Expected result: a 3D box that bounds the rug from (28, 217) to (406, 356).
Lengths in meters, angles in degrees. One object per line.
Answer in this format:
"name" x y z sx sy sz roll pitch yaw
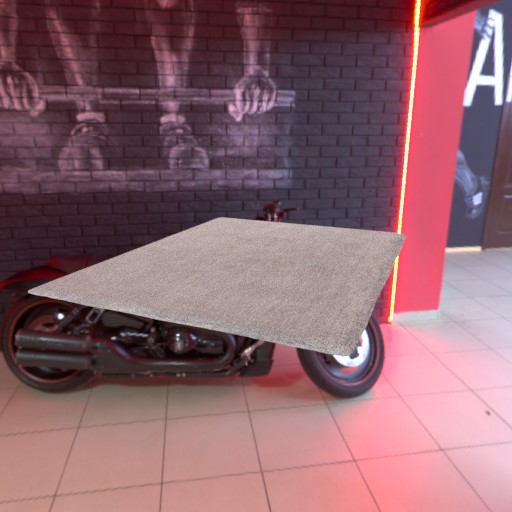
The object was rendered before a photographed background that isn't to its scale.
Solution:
"rug" 0.000 0.000 3.972 2.332 0.027 2.933 7 18 23
